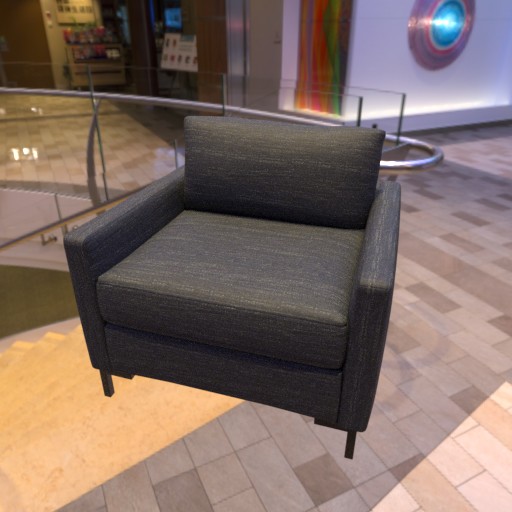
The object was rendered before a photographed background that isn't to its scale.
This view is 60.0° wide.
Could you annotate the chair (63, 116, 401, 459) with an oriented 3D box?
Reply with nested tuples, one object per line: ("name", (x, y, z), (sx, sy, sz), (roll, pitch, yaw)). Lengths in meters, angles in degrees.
("chair", (0.000, 0.000, 1.600), (0.963, 0.861, 0.866), (8, 28, 16))
